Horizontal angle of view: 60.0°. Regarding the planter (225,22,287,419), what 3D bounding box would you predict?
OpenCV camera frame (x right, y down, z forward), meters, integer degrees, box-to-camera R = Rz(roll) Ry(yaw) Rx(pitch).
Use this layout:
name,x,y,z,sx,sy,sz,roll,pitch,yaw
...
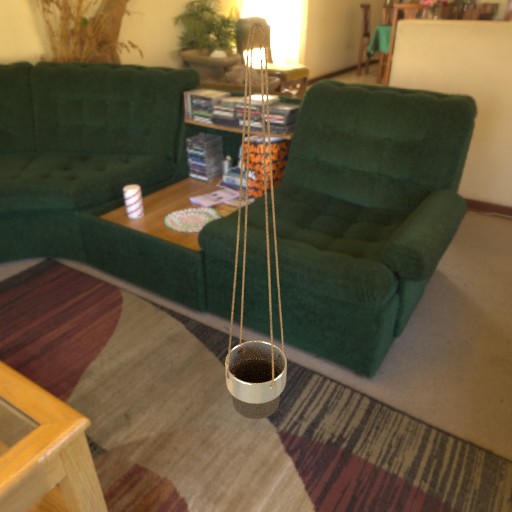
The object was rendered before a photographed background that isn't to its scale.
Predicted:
name,x,y,z,sx,sy,sz,roll,pitch,yaw
planter,0.000,0.000,1.151,0.187,1.073,0.187,8,31,13
